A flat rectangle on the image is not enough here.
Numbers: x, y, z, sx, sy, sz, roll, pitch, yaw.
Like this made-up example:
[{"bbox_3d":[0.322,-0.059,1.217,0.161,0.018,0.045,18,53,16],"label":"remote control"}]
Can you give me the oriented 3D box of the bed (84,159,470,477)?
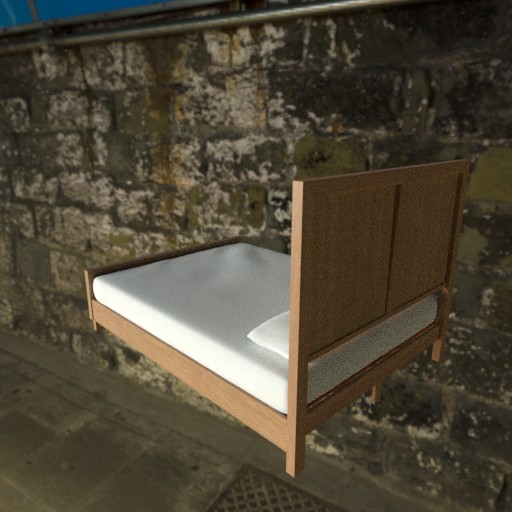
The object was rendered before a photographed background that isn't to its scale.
[{"bbox_3d":[0.000,0.000,3.182,1.606,1.387,2.184,-15,22,-42],"label":"bed"}]
